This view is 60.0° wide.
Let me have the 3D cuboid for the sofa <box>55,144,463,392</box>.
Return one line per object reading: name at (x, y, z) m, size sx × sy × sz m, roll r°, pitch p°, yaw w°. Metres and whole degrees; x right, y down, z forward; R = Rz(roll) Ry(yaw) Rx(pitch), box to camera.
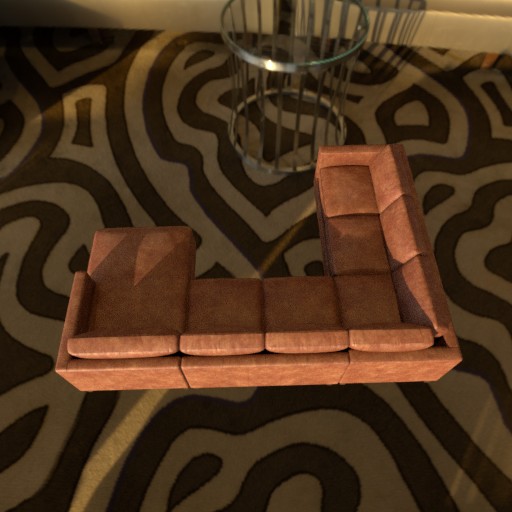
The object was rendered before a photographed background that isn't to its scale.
sofa at (0.000, 0.000, 4.475) m, size 3.324 × 0.888 × 2.452 m, roll -1°, pitch 59°, yaw -1°
